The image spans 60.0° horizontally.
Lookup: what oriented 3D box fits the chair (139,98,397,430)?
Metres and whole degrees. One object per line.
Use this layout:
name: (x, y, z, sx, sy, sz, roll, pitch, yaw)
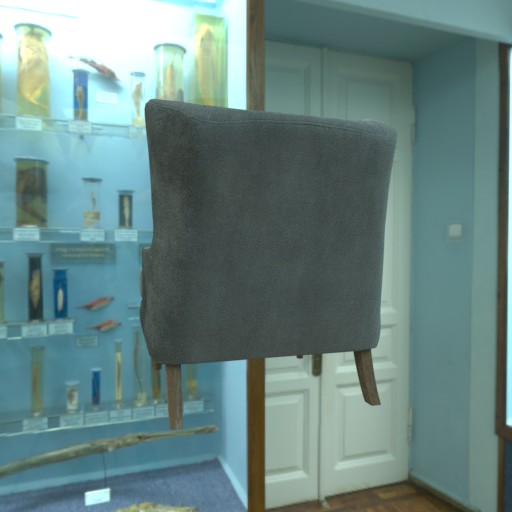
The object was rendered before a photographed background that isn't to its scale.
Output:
chair: (0.000, 0.000, 1.587, 0.784, 0.950, 0.906, 0, 1, -17)
